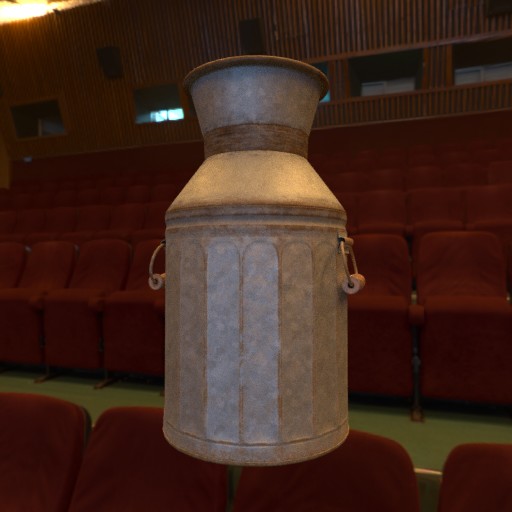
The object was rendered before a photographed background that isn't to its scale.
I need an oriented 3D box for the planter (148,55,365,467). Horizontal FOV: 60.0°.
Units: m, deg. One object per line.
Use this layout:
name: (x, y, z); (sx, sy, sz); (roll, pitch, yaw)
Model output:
planter: (0.000, 0.000, 0.520); (0.245, 0.396, 0.214); (0, -1, 18)
